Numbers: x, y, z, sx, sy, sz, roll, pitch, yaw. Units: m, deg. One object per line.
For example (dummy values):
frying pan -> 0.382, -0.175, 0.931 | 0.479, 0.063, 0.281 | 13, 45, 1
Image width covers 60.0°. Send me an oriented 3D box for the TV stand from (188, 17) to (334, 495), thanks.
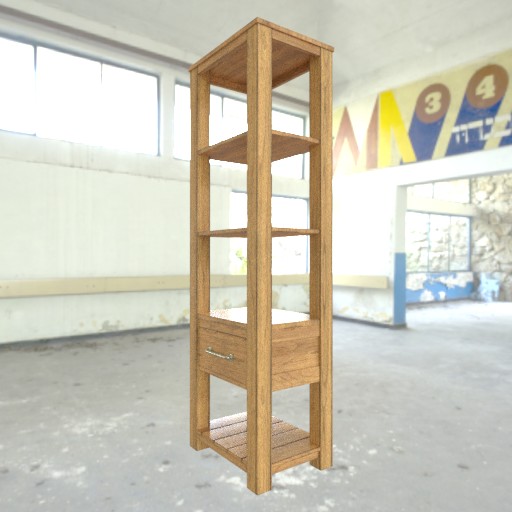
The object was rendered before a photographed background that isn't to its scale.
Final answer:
TV stand -> 0.000, 0.000, 2.030 | 0.435, 1.828, 0.565 | 0, 0, -36
